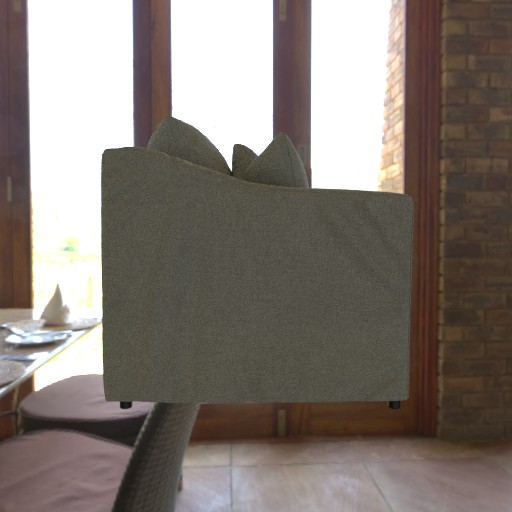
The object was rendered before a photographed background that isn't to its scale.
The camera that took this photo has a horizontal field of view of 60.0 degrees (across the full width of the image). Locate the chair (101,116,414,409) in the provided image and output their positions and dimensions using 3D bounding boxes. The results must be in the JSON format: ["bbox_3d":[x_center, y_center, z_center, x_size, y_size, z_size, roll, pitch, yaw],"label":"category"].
[{"bbox_3d":[0.000,0.000,2.061,1.071,1.059,1.194,0,1,0],"label":"chair"}]
